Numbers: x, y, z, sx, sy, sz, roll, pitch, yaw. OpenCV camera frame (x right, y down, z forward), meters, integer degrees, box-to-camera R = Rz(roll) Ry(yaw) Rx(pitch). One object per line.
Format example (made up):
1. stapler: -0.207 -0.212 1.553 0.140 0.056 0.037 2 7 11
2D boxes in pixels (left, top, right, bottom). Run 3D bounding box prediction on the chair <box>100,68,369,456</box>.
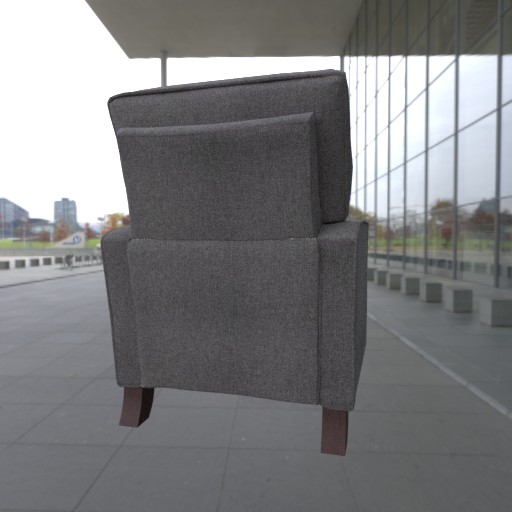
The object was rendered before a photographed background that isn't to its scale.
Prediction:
1. chair: 0.000 0.000 1.351 0.650 0.889 0.775 1 2 16
